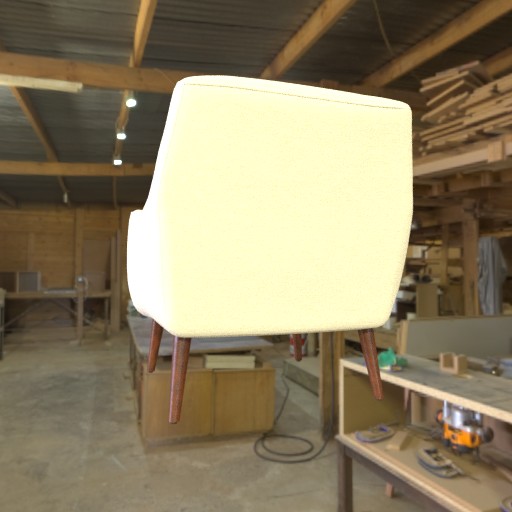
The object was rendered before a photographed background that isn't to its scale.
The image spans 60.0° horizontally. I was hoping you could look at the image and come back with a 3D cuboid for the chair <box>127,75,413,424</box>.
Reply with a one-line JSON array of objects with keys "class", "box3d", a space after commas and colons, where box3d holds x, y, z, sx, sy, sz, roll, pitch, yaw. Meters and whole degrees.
[{"class": "chair", "box3d": [0.000, 0.000, 1.418, 0.762, 0.838, 0.787, 1, -2, -19]}]
